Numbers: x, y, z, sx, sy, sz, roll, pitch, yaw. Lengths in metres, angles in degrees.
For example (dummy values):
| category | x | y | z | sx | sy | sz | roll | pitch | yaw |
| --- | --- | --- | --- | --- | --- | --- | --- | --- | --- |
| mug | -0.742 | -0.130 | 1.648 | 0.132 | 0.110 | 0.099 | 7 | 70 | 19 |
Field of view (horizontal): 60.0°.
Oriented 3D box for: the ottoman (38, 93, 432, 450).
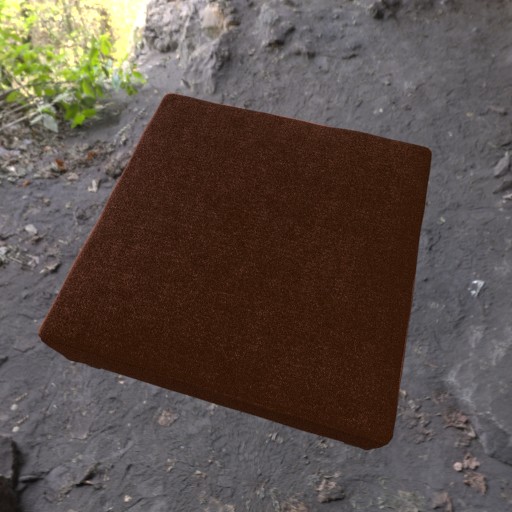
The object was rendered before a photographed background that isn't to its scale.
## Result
| category | x | y | z | sx | sy | sz | roll | pitch | yaw |
| --- | --- | --- | --- | --- | --- | --- | --- | --- | --- |
| ottoman | 0.000 | 0.000 | 1.517 | 0.997 | 0.438 | 0.999 | 14 | 64 | 7 |
